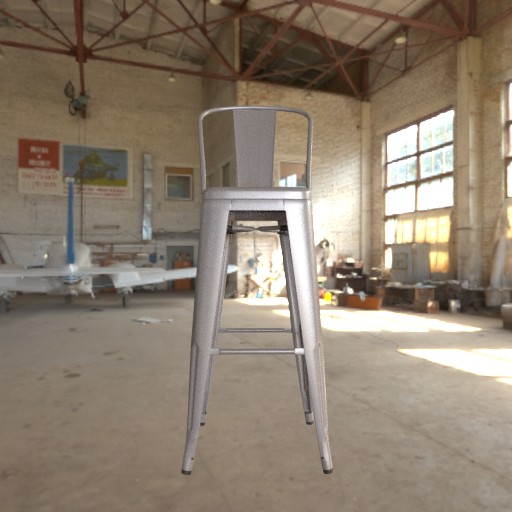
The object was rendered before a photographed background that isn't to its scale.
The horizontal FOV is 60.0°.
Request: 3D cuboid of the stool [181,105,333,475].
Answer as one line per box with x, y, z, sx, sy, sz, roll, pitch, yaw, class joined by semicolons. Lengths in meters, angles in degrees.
0.000;0.000;1.358;0.399;1.096;0.513;0;0;-1;stool
